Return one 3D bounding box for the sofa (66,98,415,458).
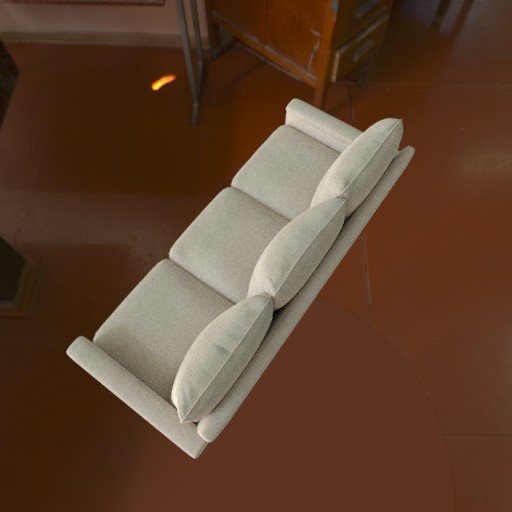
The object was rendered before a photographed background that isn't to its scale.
[{"bbox_3d":[0.000,0.000,2.391,0.828,0.961,1.925,33,69,14],"label":"sofa"}]
